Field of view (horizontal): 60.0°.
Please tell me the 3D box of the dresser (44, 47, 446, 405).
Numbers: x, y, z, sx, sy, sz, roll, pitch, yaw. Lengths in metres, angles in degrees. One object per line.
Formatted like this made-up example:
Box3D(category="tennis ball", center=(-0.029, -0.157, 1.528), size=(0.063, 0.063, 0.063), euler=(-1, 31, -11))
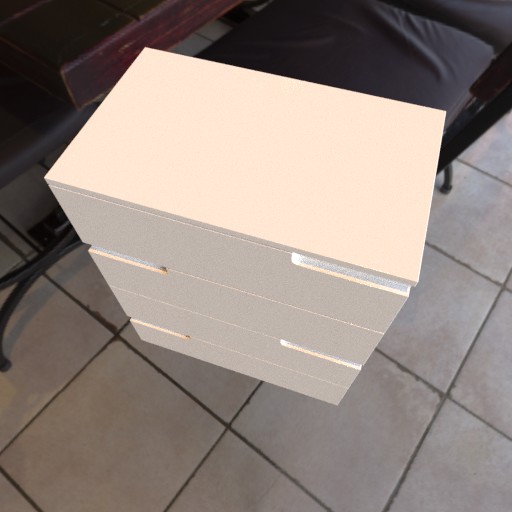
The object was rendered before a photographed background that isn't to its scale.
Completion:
Box3D(category="dresser", center=(0.000, 0.000, 1.161), size=(0.650, 0.800, 0.400), euler=(16, 60, 10))
